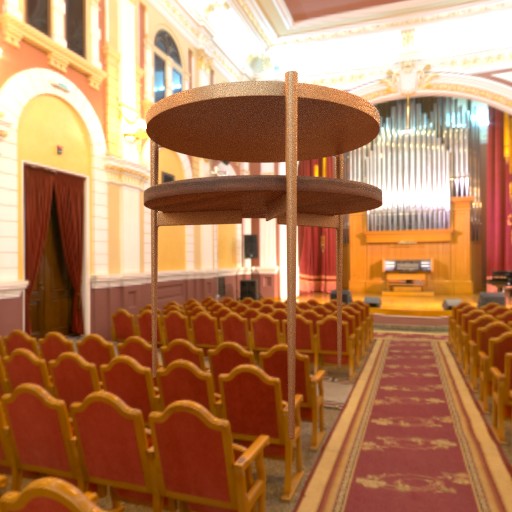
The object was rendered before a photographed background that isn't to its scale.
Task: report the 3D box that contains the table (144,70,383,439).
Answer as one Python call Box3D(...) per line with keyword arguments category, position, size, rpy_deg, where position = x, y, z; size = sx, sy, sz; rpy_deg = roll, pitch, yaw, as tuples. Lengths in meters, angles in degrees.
Box3D(category="table", position=(0.000, 0.000, 0.830), size=(0.456, 0.493, 0.430), rpy_deg=(0, 0, 20))
